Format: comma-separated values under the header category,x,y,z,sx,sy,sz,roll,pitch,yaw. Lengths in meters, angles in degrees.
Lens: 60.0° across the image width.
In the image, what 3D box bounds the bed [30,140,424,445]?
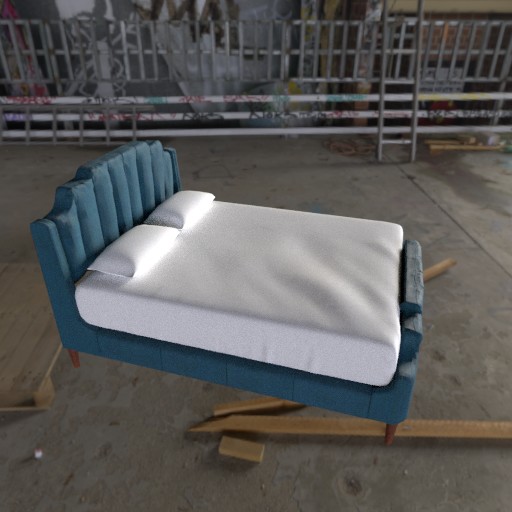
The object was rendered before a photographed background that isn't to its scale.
category,x,y,z,sx,sy,sz,roll,pitch,yaw
bed,0.000,0.000,3.251,2.322,1.351,1.676,9,31,15
